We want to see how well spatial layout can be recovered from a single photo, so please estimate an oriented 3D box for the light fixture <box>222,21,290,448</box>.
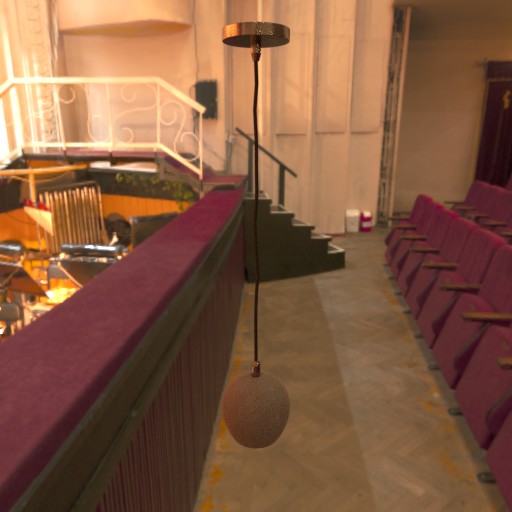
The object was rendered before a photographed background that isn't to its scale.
[{"bbox_3d":[0.000,0.000,0.823,0.139,0.764,0.139,2,16,8],"label":"light fixture"}]
